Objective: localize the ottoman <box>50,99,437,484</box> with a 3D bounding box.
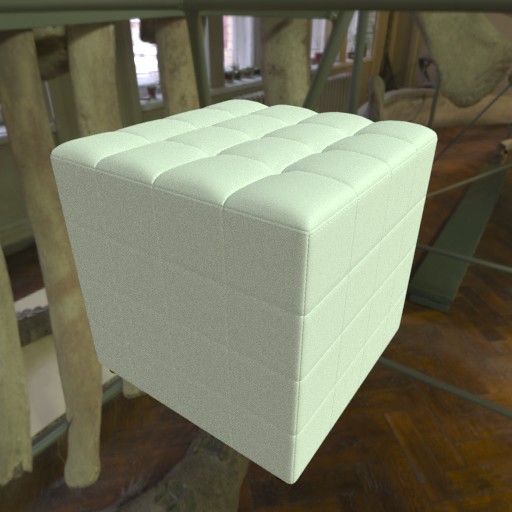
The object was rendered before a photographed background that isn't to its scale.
[{"bbox_3d":[0.000,0.000,0.769,0.425,0.432,0.425,19,35,30],"label":"ottoman"}]
